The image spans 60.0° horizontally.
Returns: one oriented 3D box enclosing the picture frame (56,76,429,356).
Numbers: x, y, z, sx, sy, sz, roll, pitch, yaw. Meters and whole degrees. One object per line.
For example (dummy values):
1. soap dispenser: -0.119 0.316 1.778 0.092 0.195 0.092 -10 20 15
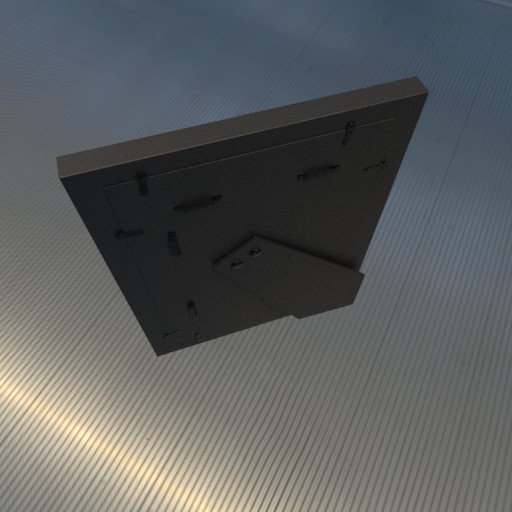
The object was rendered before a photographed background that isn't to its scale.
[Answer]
1. picture frame: 0.000 0.000 0.514 0.307 0.383 0.036 -16 59 -10
